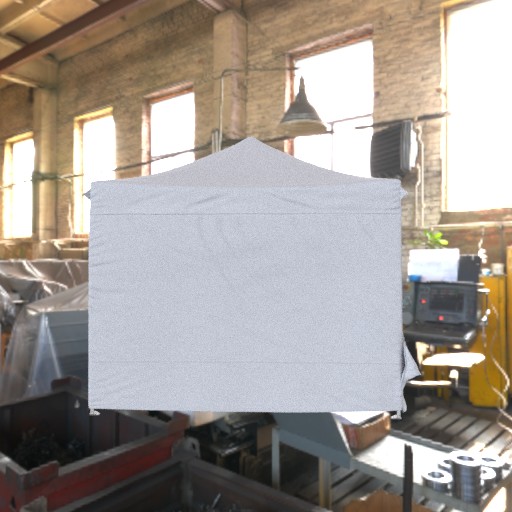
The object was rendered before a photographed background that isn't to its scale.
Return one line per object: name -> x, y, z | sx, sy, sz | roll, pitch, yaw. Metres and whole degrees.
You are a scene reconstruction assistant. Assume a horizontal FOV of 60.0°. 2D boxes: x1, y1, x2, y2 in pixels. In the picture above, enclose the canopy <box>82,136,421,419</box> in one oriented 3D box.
canopy -> 0.000, 0.000, 5.570 | 3.121, 2.997, 3.043 | 0, 0, 2
